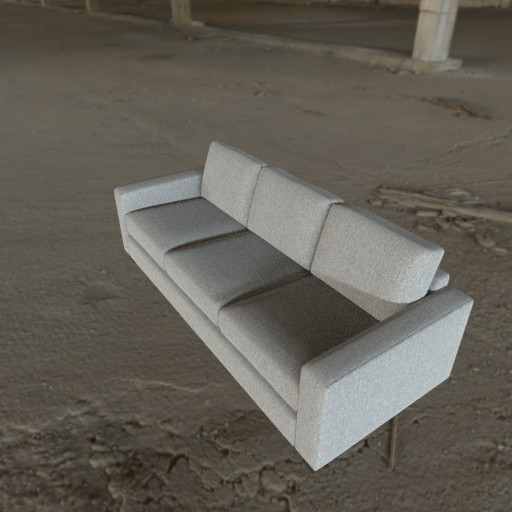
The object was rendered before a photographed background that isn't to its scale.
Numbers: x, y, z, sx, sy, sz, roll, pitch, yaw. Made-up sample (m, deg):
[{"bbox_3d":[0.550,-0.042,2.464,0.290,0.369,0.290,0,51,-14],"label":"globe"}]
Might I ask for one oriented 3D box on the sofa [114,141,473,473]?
[{"bbox_3d":[0.000,0.000,2.548,0.900,0.800,2.120,-20,37,-29],"label":"sofa"}]
